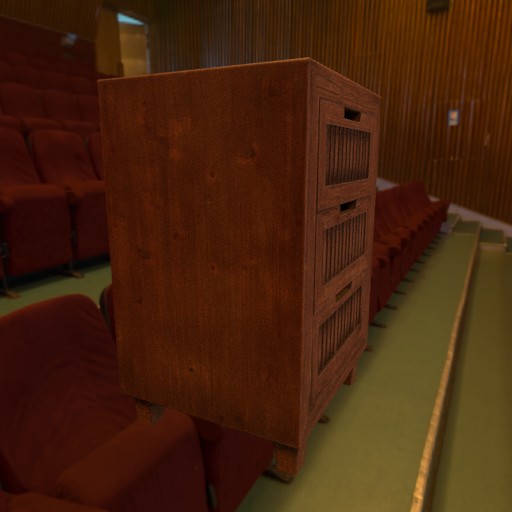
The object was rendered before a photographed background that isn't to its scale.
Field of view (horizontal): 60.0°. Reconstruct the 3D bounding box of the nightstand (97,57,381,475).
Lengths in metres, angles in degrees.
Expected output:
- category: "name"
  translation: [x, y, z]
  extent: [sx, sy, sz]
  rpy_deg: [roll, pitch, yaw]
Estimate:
- category: "nightstand"
  translation: [0.000, 0.000, 0.979]
  extent: [0.410, 0.695, 0.465]
  rpy_deg: [6, 14, 27]
